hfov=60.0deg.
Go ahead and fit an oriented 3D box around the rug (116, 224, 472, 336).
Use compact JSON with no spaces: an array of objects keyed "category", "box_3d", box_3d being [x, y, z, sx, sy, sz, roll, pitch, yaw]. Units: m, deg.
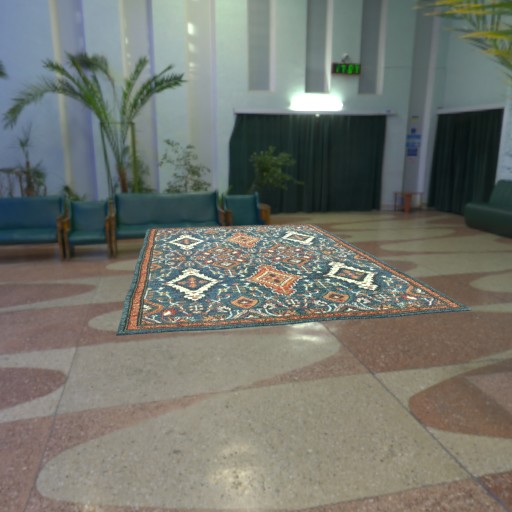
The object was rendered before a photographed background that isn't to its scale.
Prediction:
[{"category":"rug","box_3d":[0.000,0.000,4.200,2.190,0.008,3.371,-2,14,-10]}]
